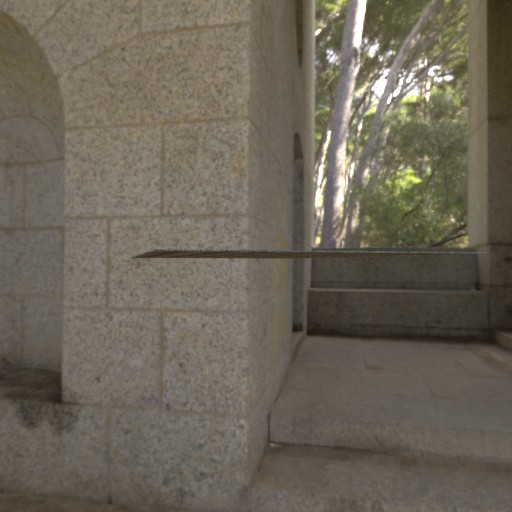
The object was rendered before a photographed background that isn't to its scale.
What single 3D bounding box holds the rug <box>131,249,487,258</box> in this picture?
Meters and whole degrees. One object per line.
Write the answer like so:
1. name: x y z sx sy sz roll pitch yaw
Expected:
1. rug: 0.000 0.000 4.206 2.190 0.008 3.371 0 -1 -18
